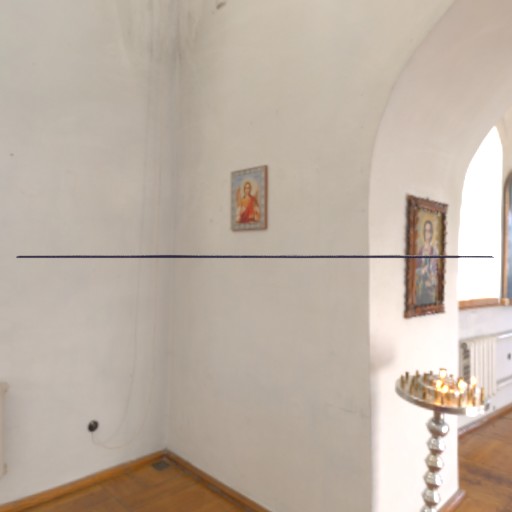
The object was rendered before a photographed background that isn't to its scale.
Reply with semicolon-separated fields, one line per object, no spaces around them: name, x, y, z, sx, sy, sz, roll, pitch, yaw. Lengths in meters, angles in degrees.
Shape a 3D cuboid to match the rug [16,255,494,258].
rug;0.000;0.000;2.232;1.781;0.012;1.184;0;0;1
